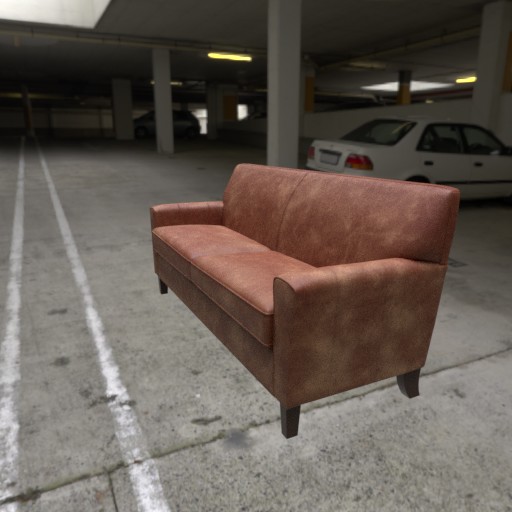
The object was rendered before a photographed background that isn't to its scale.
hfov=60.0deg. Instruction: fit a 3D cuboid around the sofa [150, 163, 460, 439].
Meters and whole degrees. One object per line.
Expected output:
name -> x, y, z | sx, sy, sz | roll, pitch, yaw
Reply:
sofa -> 0.000, 0.000, 2.572 | 0.805, 0.947, 2.053 | -7, 16, -26
